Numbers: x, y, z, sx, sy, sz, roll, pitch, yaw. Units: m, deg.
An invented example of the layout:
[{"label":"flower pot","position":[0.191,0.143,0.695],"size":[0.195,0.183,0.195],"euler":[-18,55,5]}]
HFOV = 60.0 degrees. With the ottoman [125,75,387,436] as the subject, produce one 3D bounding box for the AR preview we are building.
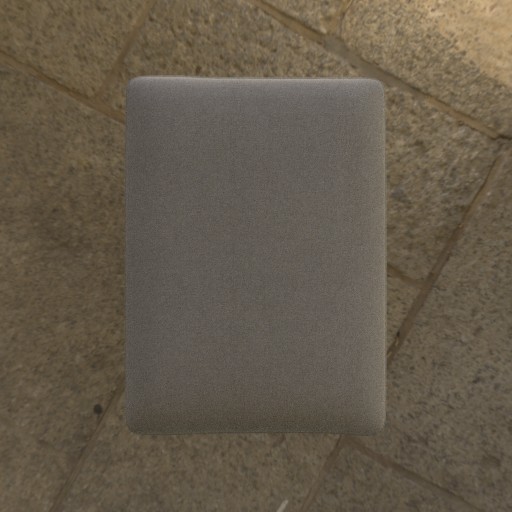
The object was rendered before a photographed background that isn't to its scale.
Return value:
[{"label":"ottoman","position":[0.000,0.000,1.057],"size":[0.549,0.428,0.749],"euler":[0,90,1]}]
